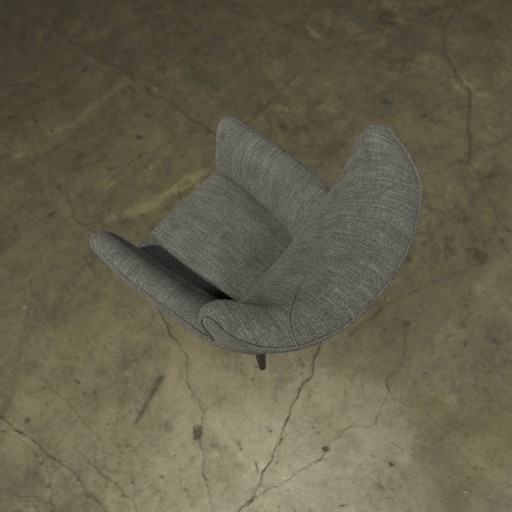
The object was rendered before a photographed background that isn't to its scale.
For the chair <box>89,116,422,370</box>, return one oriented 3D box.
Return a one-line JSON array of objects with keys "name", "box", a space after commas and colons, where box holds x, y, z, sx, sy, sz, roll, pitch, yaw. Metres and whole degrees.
[{"name": "chair", "box": [0.000, 0.000, 1.611, 0.888, 0.933, 0.781, 36, 68, 17]}]
